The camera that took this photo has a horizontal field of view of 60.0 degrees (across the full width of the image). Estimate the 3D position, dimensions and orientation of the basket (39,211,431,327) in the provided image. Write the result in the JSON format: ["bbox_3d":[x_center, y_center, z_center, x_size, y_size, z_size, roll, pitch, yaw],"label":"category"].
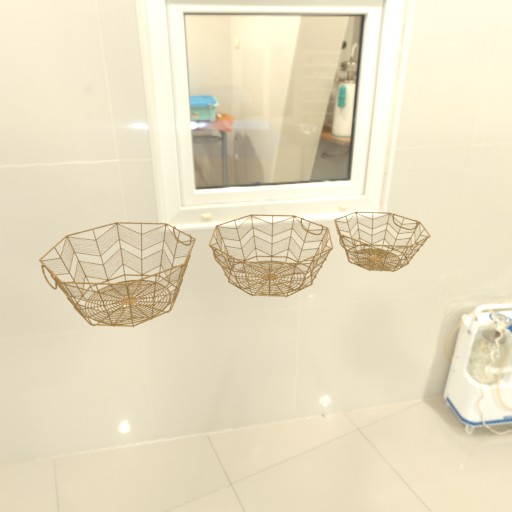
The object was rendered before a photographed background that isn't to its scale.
[{"bbox_3d":[0.000,0.000,1.422,1.245,0.178,0.432,-9,27,-17],"label":"basket"}]
